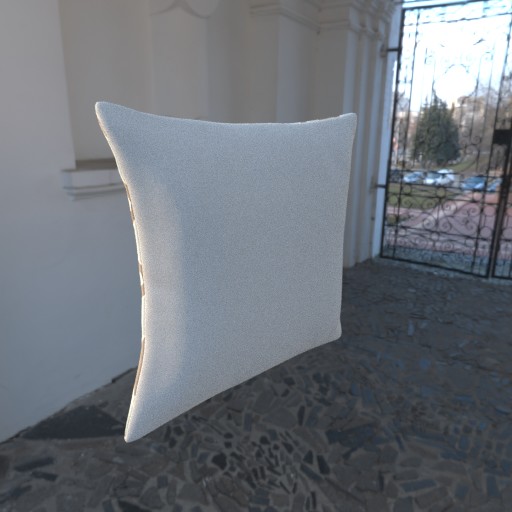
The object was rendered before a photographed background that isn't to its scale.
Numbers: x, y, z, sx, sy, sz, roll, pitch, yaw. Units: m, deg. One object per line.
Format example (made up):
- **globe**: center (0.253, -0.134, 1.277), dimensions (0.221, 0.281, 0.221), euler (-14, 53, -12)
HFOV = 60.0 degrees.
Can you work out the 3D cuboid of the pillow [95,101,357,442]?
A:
- **pillow**: center (0.000, 0.000, 0.803), dimensions (0.552, 0.508, 0.166), euler (-14, 21, -41)
